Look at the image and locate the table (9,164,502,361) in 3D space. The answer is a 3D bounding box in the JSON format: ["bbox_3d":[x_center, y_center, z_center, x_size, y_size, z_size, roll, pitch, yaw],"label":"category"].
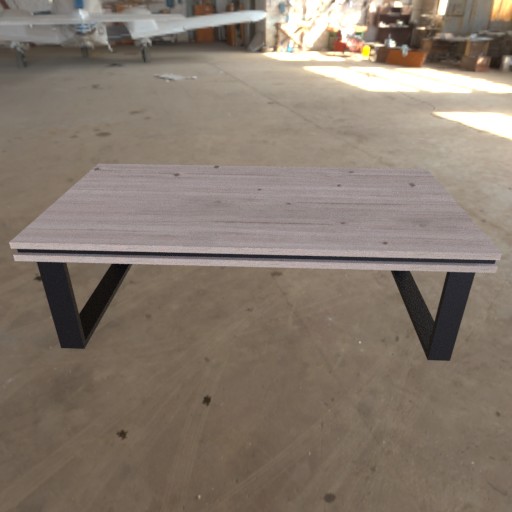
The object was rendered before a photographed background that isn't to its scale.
[{"bbox_3d":[0.000,0.000,1.627,1.350,0.450,0.700,1,30,2],"label":"table"}]
